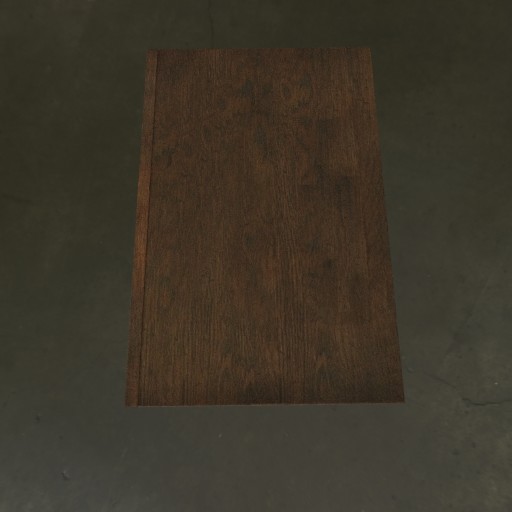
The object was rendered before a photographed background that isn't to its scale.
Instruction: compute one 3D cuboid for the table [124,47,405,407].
[{"bbox_3d":[0.000,0.000,1.256,0.542,0.746,0.767,-1,74,0],"label":"table"}]
